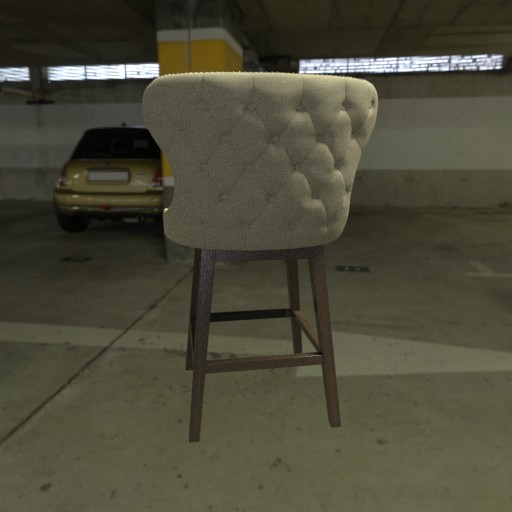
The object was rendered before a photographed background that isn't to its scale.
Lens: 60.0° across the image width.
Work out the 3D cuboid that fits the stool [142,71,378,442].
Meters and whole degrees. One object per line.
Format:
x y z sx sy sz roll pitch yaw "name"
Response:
0.000 0.000 1.360 0.615 0.972 0.597 -2 13 -9 "stool"
